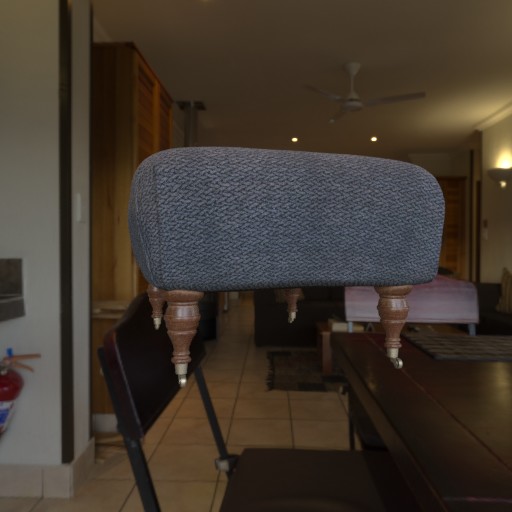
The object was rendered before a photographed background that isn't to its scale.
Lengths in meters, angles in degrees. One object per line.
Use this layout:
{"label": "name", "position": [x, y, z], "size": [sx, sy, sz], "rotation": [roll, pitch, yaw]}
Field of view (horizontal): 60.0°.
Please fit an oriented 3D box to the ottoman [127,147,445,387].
{"label": "ottoman", "position": [0.000, 0.000, 1.128], "size": [0.622, 0.450, 0.747], "rotation": [0, 1, -17]}
